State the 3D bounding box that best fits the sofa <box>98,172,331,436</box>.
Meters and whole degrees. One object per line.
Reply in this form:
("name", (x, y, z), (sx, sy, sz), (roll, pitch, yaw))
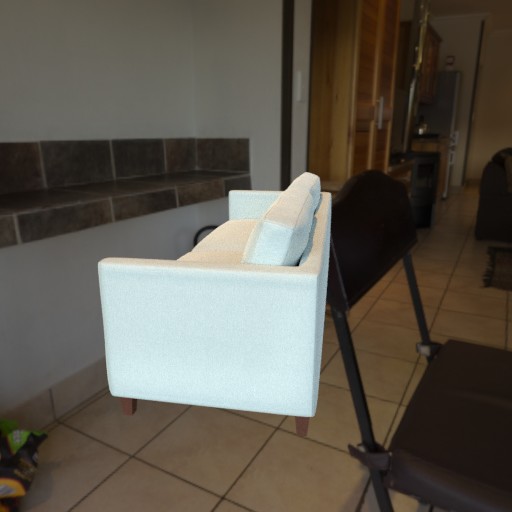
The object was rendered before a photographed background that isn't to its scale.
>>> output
("sofa", (0.000, 0.000, 2.960), (0.948, 0.965, 2.434), (3, 16, 10))
